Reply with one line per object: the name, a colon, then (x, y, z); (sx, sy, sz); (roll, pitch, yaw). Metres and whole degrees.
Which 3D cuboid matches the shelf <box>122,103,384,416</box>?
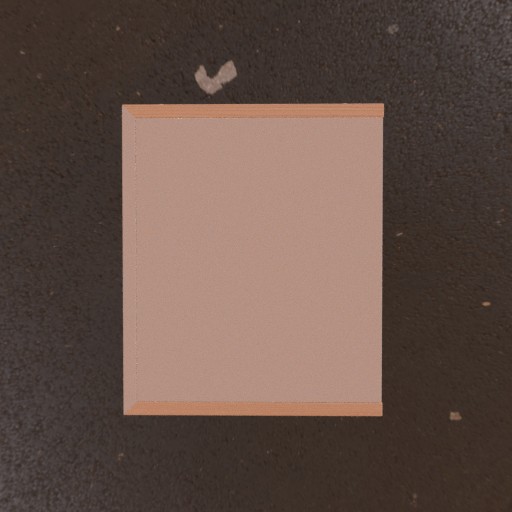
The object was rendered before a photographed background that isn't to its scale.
shelf: (0.000, 0.000, 0.793); (0.290, 0.600, 0.350); (0, 91, 1)
